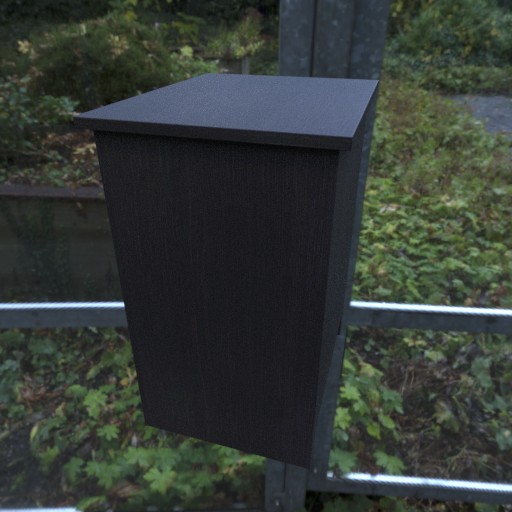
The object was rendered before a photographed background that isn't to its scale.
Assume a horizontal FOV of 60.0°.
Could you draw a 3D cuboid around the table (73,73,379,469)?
[{"bbox_3d":[0.000,0.000,0.916,0.381,0.635,0.480,9,30,15],"label":"table"}]
